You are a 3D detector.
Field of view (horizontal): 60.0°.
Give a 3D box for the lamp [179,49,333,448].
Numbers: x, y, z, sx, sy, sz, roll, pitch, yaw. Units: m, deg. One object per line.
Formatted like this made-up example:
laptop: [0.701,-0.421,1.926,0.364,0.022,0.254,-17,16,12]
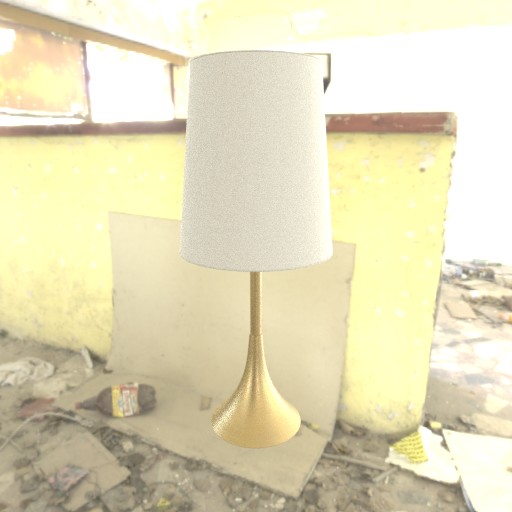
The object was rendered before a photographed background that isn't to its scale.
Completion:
lamp: [0.000,0.000,0.679,0.231,0.569,0.231,0,14,0]
